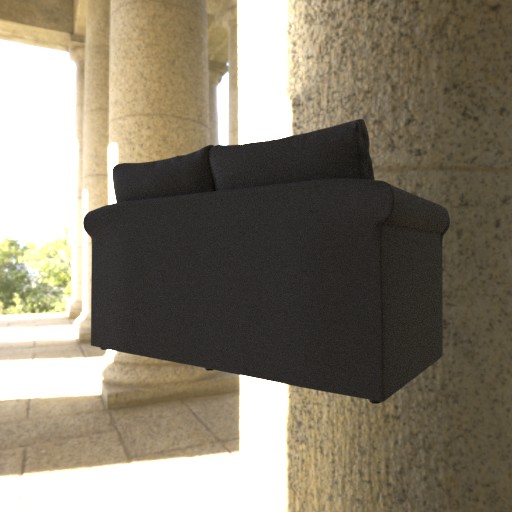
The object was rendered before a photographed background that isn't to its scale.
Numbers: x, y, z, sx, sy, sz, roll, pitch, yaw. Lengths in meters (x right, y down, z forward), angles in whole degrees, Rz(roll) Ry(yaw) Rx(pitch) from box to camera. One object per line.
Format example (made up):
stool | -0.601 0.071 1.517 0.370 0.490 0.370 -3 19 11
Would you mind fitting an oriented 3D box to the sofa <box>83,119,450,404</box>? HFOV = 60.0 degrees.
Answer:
sofa | 0.000 0.000 1.947 1.460 0.872 0.741 0 0 35
